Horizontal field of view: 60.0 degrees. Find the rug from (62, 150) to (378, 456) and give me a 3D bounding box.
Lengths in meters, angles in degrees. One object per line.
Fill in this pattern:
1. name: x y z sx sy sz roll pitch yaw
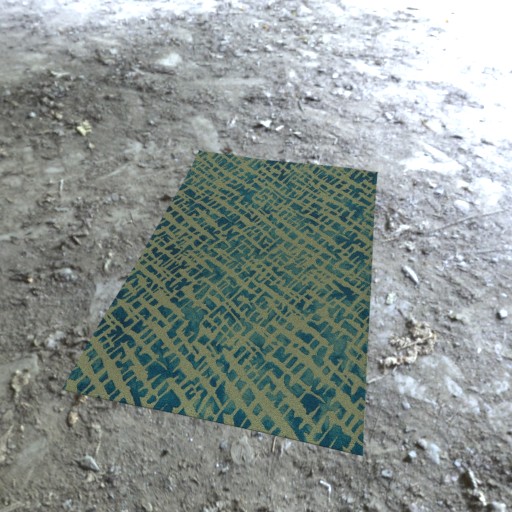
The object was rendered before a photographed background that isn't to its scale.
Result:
1. rug: 0.000 0.000 2.335 1.209 0.011 1.830 9 46 9
